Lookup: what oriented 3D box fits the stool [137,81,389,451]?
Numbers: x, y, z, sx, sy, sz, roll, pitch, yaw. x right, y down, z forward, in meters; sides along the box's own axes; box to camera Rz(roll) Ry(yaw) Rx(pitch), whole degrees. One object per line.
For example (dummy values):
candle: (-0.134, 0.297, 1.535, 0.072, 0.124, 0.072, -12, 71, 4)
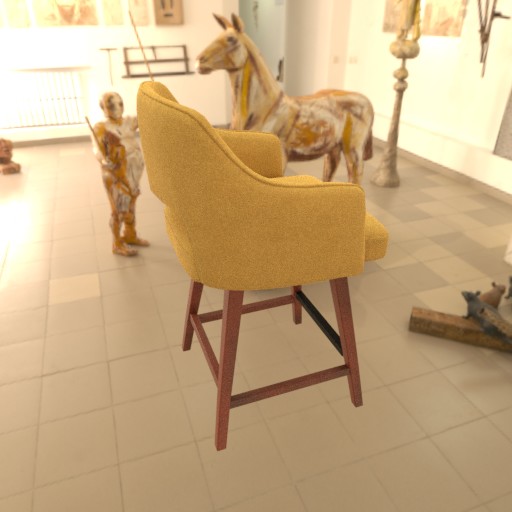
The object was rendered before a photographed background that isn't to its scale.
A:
stool: (0.000, 0.000, 1.257, 0.558, 0.924, 0.548, -10, 31, -18)
